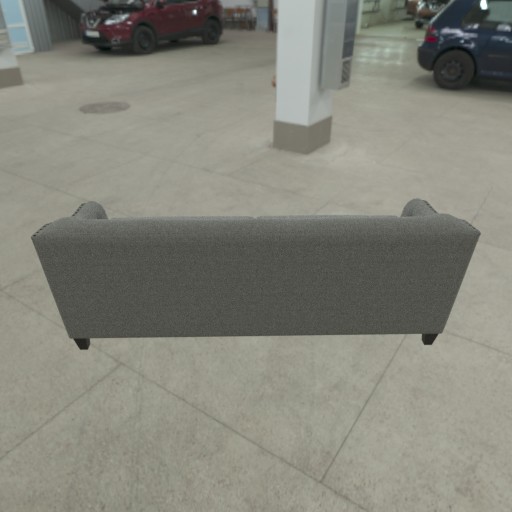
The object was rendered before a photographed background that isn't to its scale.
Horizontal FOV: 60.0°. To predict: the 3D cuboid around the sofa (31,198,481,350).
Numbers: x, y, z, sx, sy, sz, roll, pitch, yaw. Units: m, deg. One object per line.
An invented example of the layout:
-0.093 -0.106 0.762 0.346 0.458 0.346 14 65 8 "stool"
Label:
0.000 0.000 2.777 2.235 0.901 0.914 -1 32 -1 "sofa"
